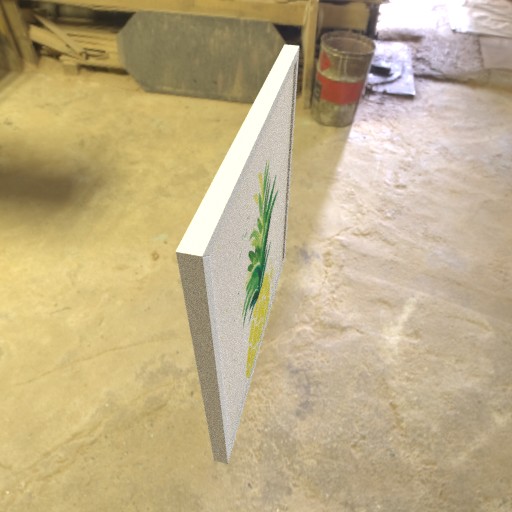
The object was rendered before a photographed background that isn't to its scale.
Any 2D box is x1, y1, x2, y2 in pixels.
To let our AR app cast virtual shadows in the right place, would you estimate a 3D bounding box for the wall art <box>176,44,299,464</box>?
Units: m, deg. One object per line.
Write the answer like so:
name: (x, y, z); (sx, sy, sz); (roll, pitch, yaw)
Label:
wall art: (0.000, 0.000, 1.129); (0.038, 0.761, 0.763); (10, 46, 10)
